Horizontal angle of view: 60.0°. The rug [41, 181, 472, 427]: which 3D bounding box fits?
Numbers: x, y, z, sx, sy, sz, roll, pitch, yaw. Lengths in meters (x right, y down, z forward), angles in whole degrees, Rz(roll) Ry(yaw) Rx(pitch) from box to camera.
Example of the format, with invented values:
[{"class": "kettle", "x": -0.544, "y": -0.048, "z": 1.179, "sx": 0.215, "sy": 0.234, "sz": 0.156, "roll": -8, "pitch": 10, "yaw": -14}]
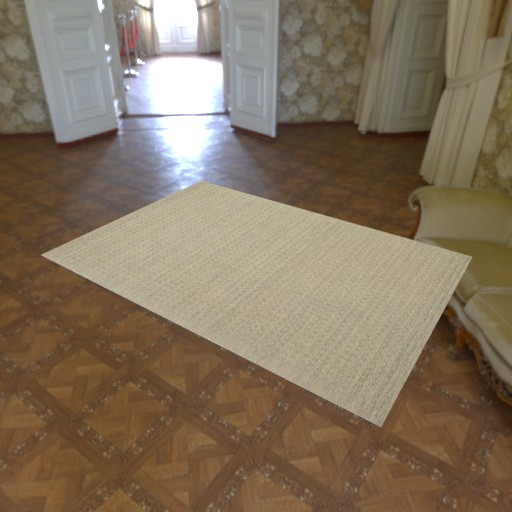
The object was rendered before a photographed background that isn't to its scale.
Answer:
[{"class": "rug", "x": 0.000, "y": 0.000, "z": 3.608, "sx": 2.895, "sy": 0.006, "sz": 1.981, "roll": 20, "pitch": 36, "yaw": 29}]
